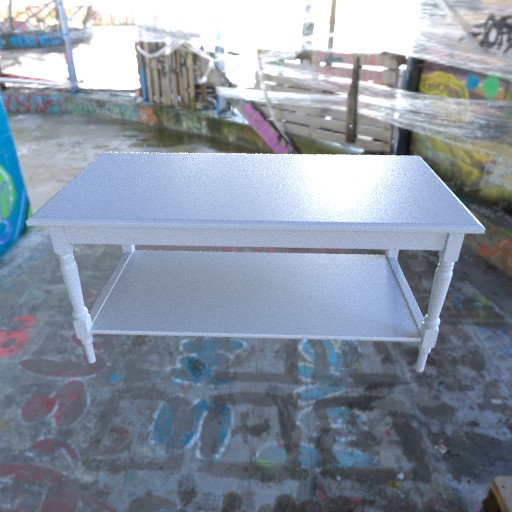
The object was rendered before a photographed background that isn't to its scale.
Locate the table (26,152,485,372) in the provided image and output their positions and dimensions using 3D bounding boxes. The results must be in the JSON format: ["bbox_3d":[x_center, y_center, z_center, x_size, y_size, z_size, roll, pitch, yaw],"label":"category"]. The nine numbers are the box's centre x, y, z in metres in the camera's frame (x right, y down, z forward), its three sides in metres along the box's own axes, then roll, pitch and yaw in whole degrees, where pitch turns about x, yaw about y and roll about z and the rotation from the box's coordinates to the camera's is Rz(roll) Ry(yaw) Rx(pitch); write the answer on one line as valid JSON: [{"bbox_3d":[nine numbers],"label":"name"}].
[{"bbox_3d":[0.000,0.000,1.429,1.109,0.506,0.551,1,30,2],"label":"table"}]
